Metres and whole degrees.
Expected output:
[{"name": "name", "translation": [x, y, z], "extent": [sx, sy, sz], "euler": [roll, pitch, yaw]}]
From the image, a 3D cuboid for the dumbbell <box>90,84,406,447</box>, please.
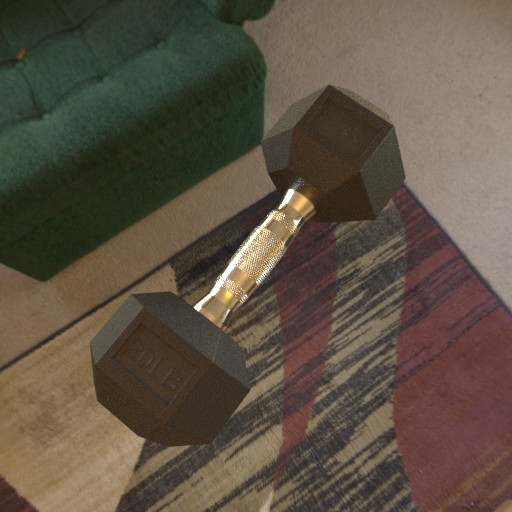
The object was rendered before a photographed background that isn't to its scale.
[{"name": "dumbbell", "translation": [0.000, 0.000, 0.349], "extent": [0.116, 0.101, 0.297], "euler": [36, 78, 9]}]
